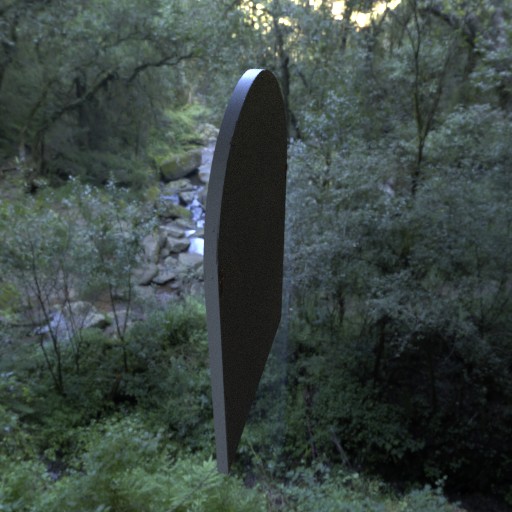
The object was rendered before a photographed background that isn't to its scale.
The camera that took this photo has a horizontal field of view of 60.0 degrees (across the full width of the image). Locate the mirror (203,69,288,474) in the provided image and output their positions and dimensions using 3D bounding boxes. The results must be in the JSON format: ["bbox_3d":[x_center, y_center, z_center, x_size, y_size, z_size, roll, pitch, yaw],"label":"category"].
[{"bbox_3d":[0.000,0.000,1.178,0.032,0.920,0.660,8,31,13],"label":"mirror"}]
